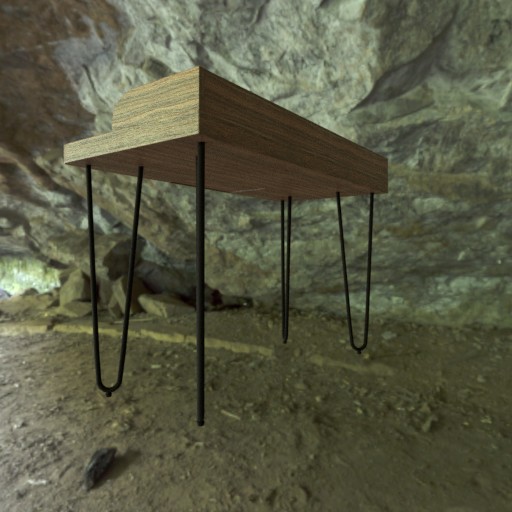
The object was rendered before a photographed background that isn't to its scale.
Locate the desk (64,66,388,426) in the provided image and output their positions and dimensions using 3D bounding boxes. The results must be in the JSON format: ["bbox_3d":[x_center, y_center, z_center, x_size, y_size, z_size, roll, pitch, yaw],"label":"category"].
[{"bbox_3d":[0.000,0.000,1.637,0.565,0.854,1.200,0,0,36],"label":"desk"}]
